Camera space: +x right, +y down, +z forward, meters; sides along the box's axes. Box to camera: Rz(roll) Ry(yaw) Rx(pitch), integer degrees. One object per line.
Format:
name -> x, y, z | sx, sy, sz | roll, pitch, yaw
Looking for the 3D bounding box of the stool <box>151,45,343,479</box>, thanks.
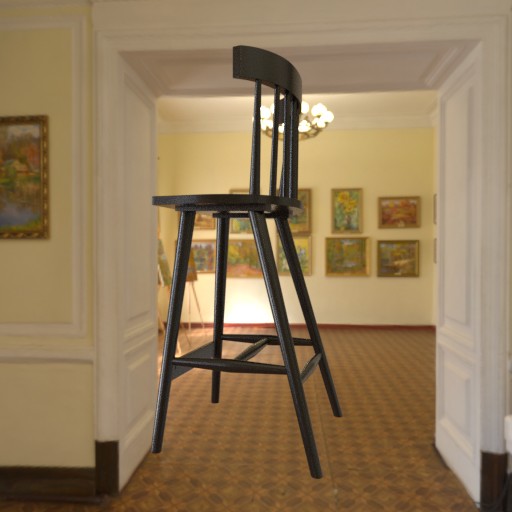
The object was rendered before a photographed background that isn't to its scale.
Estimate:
stool -> 0.000, 0.000, 1.369 | 0.483, 1.092, 0.482 | 0, 1, 18
